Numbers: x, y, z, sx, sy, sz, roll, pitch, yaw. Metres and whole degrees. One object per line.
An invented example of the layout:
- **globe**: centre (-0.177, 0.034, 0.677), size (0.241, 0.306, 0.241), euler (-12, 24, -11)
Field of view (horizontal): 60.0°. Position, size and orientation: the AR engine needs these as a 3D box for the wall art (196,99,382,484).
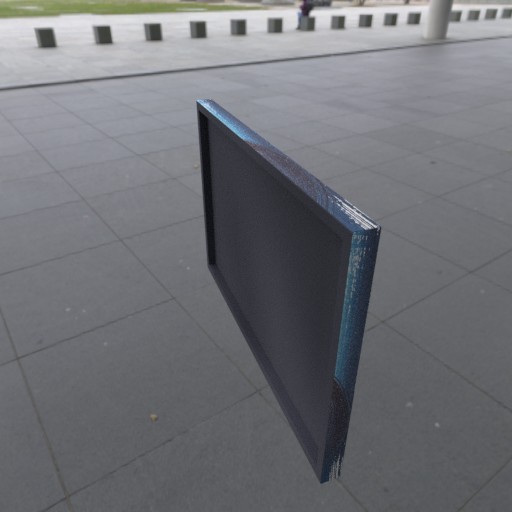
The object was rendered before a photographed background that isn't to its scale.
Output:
- **wall art**: centre (0.000, 0.000, 0.773), size (0.033, 0.406, 0.609), euler (-11, 33, -17)
